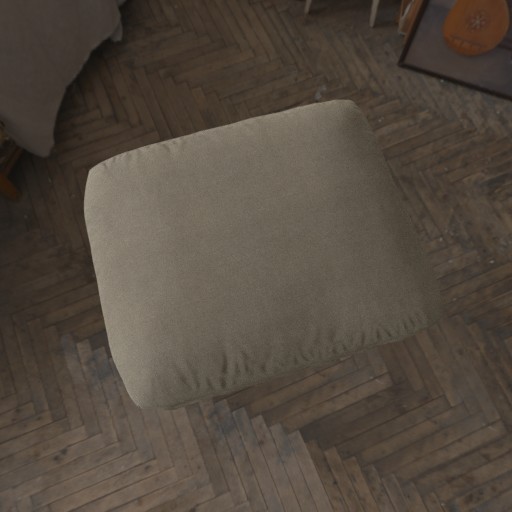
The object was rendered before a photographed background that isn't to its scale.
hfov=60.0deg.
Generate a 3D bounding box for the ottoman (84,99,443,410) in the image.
[{"bbox_3d":[0.000,0.000,1.083,0.712,0.480,0.584,-16,74,-5],"label":"ottoman"}]
